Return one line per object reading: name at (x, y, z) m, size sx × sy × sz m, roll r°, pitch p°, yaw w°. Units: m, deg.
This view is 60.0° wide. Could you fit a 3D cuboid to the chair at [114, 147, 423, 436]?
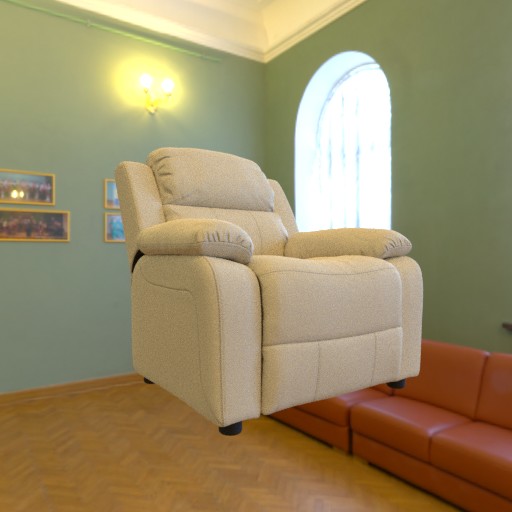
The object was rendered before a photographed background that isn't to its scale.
chair at (0.000, 0.000, 1.260) m, size 0.680 × 0.702 × 0.709 m, roll 0°, pitch 0°, yaw -36°
